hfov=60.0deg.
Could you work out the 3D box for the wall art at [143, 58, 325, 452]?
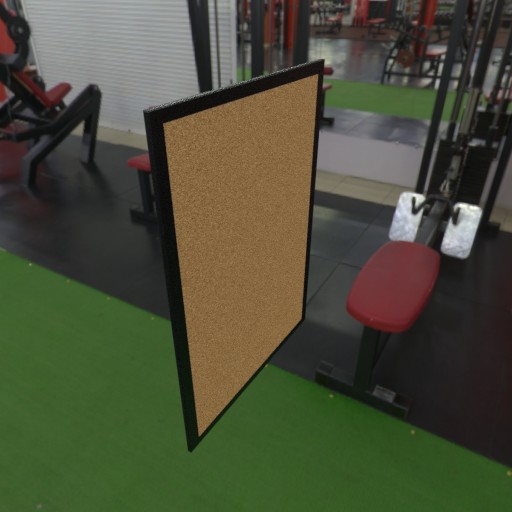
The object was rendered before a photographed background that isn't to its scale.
[{"bbox_3d":[0.000,0.000,1.280,0.013,0.967,0.707,19,37,28],"label":"wall art"}]
